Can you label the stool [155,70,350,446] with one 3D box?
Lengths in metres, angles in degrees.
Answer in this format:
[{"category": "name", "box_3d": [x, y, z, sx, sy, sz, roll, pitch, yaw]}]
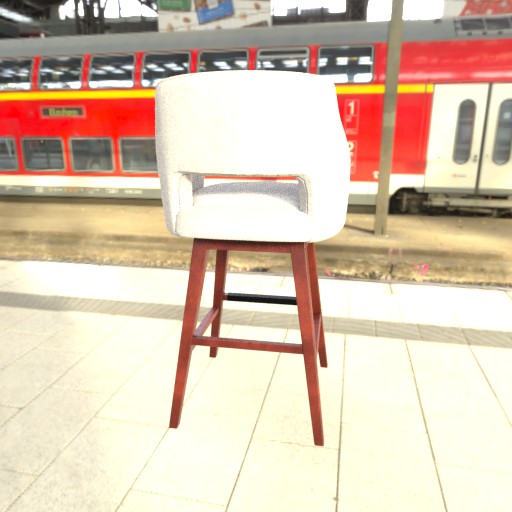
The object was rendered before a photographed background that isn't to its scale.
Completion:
[{"category": "stool", "box_3d": [0.000, 0.000, 1.383, 0.548, 1.012, 0.558, 3, 16, 10]}]
